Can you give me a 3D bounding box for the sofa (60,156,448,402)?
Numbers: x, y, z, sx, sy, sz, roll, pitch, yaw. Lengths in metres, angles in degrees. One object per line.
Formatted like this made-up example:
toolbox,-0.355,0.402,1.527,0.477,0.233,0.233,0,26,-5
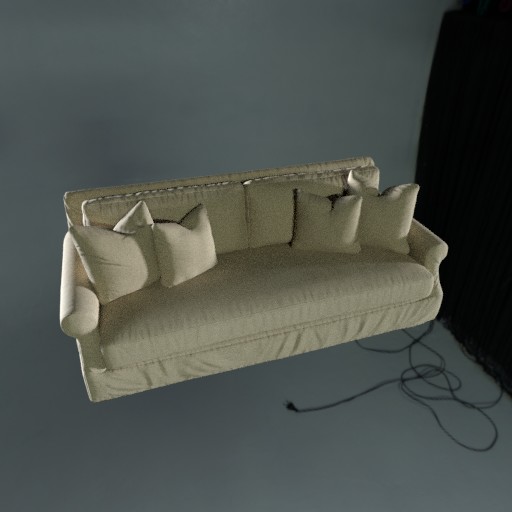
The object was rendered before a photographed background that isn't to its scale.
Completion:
sofa,0.000,0.000,2.808,2.285,0.904,1.067,-10,32,-16
